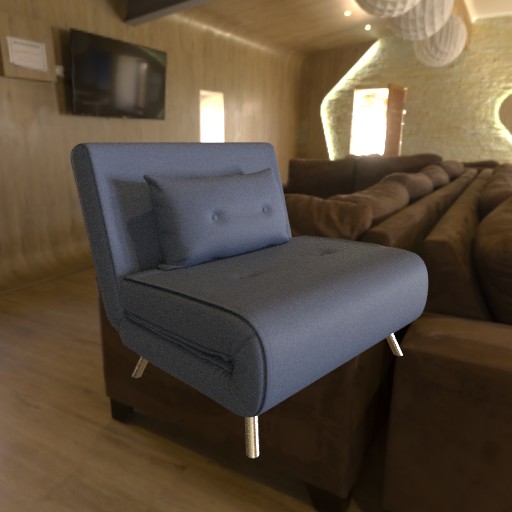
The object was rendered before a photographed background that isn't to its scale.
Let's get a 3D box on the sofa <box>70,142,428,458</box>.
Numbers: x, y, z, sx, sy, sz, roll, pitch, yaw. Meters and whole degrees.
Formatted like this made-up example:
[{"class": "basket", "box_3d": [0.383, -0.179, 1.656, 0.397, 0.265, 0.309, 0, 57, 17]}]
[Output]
[{"class": "sofa", "box_3d": [0.000, 0.000, 1.733, 0.996, 0.860, 0.999, 14, 20, 43]}]
